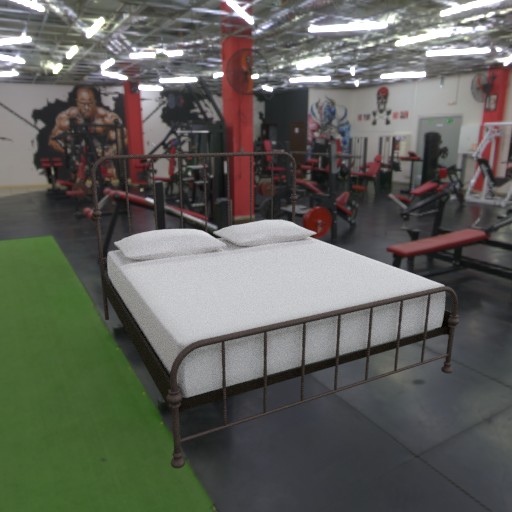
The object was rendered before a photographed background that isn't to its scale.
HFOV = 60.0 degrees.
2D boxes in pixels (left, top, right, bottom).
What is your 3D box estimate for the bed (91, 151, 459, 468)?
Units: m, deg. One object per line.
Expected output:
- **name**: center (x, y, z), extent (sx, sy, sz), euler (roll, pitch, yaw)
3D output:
- **bed**: center (0.000, 0.000, 3.380), extent (2.044, 1.446, 2.134), euler (-8, 17, -26)
